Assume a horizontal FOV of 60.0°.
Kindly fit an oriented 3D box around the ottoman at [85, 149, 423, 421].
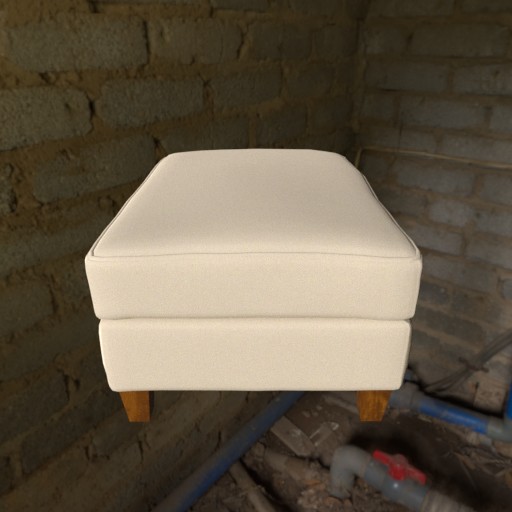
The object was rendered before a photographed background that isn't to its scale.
[{"bbox_3d":[0.000,0.000,1.218,0.634,0.485,0.818,0,26,0],"label":"ottoman"}]
